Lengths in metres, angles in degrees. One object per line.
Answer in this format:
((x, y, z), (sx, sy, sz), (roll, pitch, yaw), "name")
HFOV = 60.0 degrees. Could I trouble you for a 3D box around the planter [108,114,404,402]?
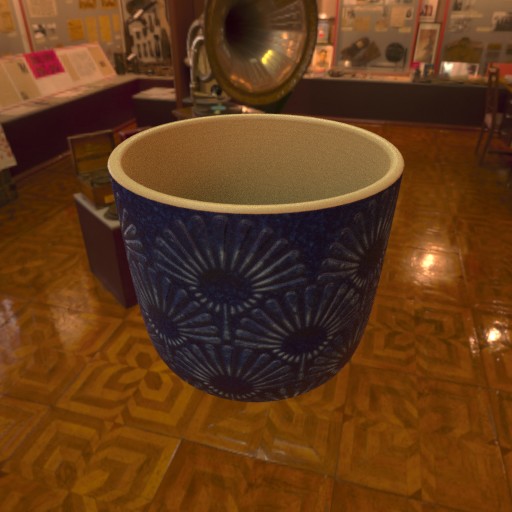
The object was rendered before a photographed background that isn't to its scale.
((0.000, 0.000, 0.220), (0.124, 0.109, 0.124), (0, 31, 0), "planter")
